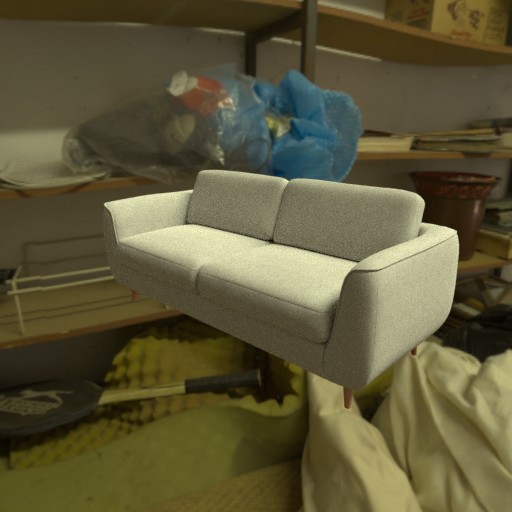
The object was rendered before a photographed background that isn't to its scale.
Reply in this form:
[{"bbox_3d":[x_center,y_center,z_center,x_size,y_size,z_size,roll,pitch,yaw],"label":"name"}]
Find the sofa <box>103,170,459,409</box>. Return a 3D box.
[{"bbox_3d":[0.000,0.000,2.527,2.000,0.850,0.920,15,22,42],"label":"sofa"}]
